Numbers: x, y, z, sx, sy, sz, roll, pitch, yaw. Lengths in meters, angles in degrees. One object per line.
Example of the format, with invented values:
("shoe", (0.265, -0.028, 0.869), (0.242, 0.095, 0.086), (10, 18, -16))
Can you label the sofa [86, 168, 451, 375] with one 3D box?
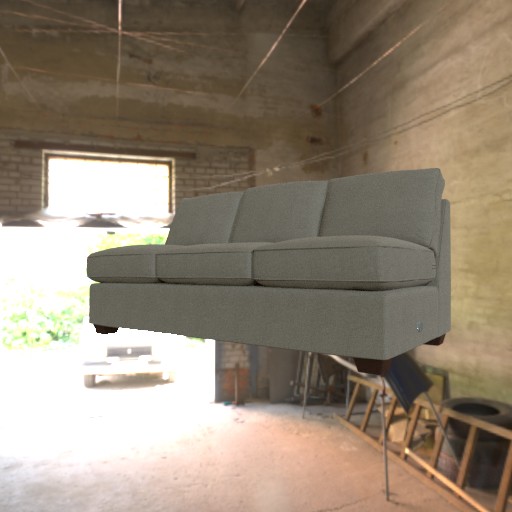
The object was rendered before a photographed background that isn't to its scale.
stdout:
("sofa", (0.000, 0.000, 2.817), (2.092, 1.036, 1.127), (-1, -2, 36))
